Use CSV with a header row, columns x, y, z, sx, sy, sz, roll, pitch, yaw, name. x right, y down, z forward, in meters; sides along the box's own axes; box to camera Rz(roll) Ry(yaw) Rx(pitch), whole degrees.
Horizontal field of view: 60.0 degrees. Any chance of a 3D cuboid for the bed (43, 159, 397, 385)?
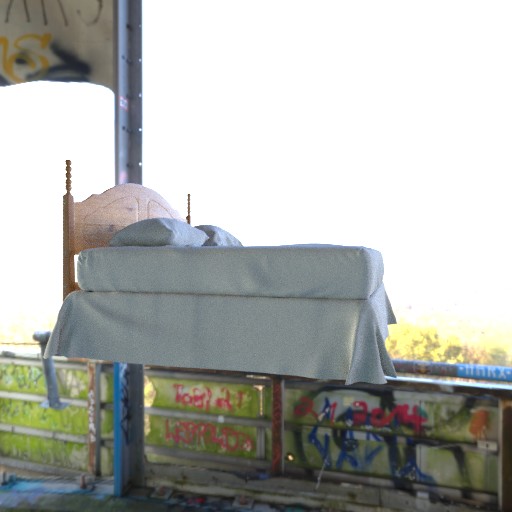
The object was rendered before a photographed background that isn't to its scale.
x,y,z,sx,sy,sz,roll,pitch,yaw,name
0.000,0.000,3.645,2.219,1.355,2.322,0,0,18,bed
